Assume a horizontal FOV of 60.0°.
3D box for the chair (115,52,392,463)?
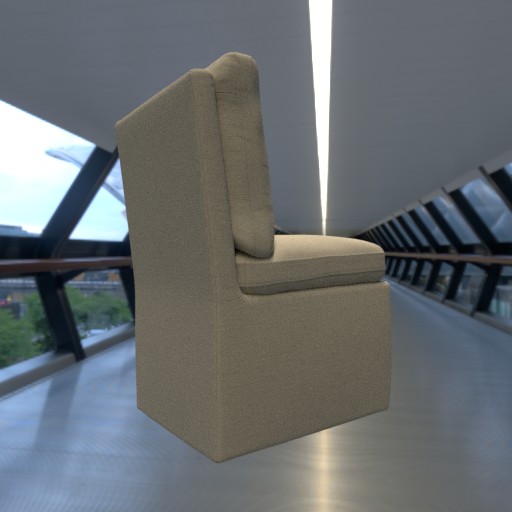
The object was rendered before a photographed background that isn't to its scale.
[{"bbox_3d":[0.000,0.000,1.321,0.698,0.927,0.503,0,-1,-37],"label":"chair"}]
